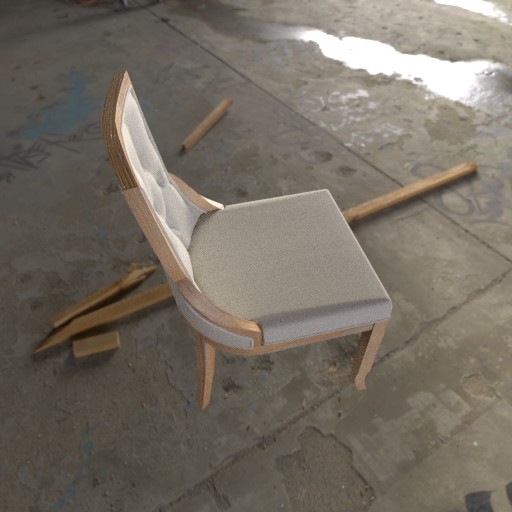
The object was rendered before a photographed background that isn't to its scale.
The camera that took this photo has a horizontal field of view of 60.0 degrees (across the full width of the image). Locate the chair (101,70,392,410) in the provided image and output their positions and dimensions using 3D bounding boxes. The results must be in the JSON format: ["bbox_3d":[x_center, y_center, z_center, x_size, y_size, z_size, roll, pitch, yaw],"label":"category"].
[{"bbox_3d":[0.000,0.000,1.284,0.641,0.947,0.524,-10,48,-9],"label":"chair"}]
